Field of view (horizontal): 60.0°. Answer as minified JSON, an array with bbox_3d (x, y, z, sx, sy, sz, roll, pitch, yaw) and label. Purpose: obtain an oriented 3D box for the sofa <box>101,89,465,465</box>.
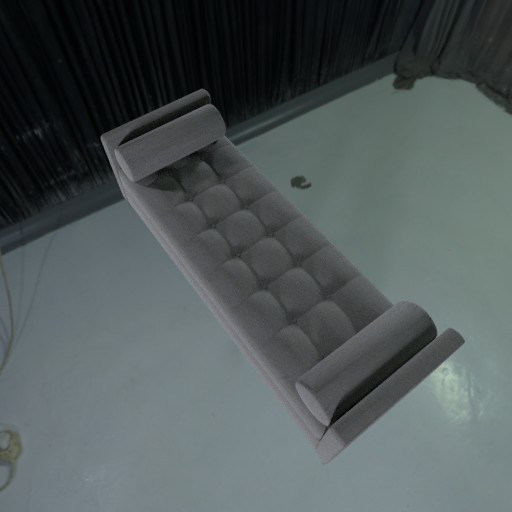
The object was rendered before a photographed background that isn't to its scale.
[{"bbox_3d":[0.000,0.000,2.372,0.686,0.635,1.981,-32,63,-18],"label":"sofa"}]
